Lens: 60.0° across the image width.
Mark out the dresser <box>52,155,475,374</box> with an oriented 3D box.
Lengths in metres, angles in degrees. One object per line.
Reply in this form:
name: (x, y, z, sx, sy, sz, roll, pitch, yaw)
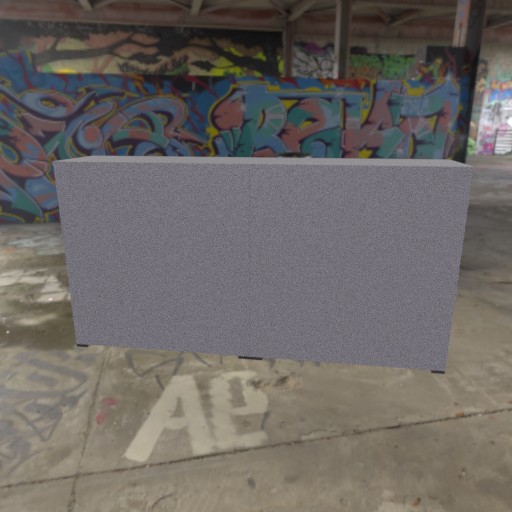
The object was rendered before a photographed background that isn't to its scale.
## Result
dresser: (0.000, 0.000, 1.867, 1.535, 0.790, 0.333, 2, 17, 8)
